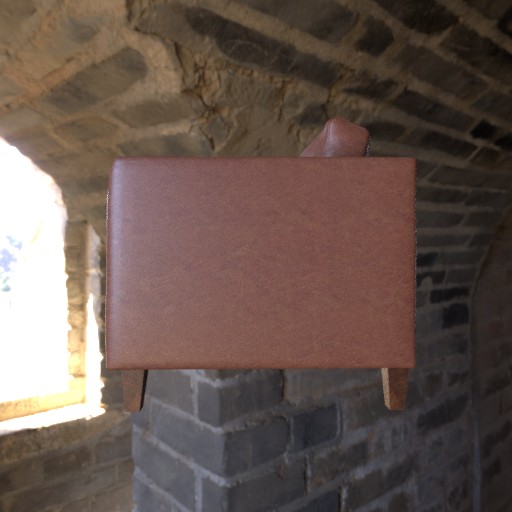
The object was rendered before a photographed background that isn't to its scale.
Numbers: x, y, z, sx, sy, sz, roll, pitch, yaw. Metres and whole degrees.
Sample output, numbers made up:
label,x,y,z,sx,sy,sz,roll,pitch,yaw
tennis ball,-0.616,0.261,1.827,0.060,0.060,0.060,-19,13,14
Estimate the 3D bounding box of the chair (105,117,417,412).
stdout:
label,x,y,z,sx,sy,sz,roll,pitch,yaw
chair,0.000,0.000,1.830,0.959,0.917,1.107,0,1,-1
